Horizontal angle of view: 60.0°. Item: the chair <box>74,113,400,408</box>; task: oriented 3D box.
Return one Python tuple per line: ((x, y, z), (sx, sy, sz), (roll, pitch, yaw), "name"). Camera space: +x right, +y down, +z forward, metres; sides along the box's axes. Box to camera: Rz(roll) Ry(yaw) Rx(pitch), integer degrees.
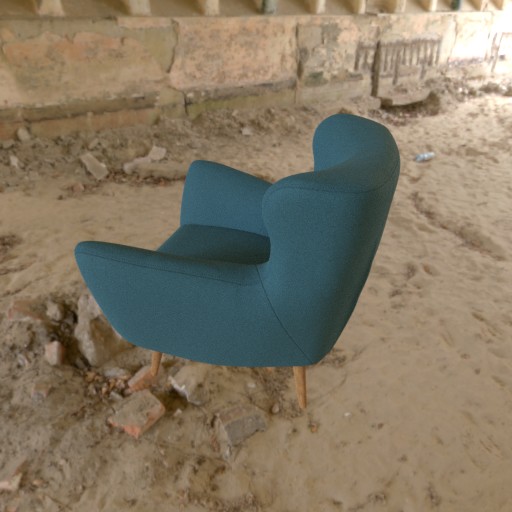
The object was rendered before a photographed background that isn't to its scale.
((0.000, 0.000, 1.602), (0.889, 0.889, 0.890), (9, 31, 15), "chair")
